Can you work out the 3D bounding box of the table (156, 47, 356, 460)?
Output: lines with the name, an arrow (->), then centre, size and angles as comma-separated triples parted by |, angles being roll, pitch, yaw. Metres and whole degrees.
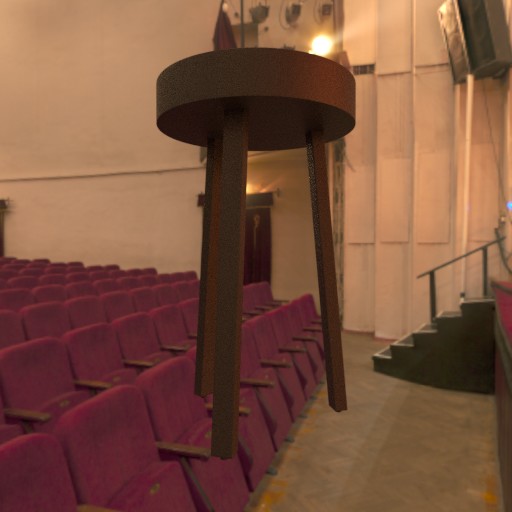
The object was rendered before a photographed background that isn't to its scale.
table -> 0.000, 0.000, 0.930 | 0.406, 0.686, 0.406 | 0, 1, 18
